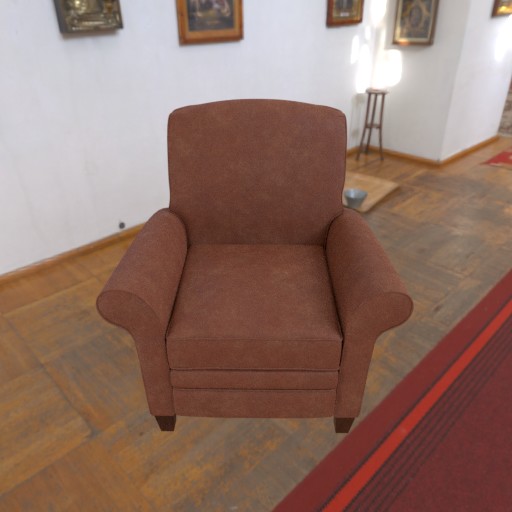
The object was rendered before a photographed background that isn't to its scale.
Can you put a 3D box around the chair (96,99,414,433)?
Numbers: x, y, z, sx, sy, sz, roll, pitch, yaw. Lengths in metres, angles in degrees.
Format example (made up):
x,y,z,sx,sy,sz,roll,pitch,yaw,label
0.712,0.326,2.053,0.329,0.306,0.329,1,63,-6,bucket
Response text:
x,y,z,sx,sy,sz,roll,pitch,yaw,label
0.000,0.000,1.768,0.978,1.061,0.902,0,29,1,chair
